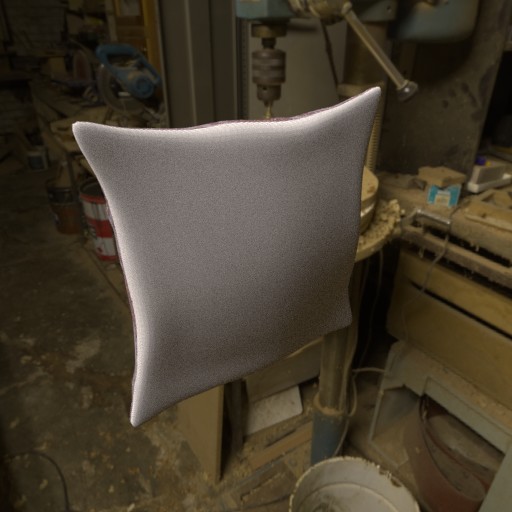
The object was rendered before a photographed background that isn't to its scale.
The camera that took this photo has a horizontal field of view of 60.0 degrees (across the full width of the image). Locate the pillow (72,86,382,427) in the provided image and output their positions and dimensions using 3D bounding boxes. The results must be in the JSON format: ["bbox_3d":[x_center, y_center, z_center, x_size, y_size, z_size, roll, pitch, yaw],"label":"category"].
[{"bbox_3d":[0.000,0.000,0.761,0.514,0.513,0.163,-18,34,-29],"label":"pillow"}]
